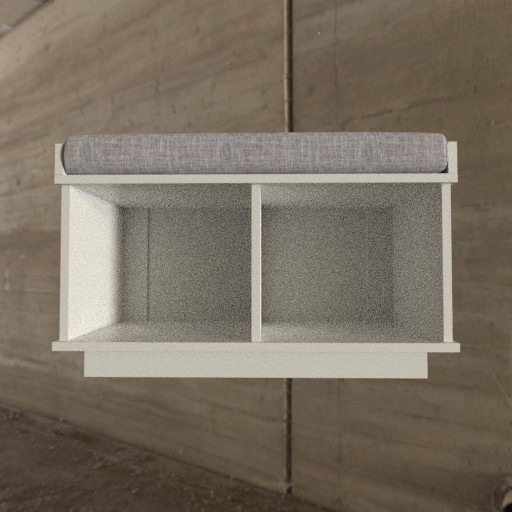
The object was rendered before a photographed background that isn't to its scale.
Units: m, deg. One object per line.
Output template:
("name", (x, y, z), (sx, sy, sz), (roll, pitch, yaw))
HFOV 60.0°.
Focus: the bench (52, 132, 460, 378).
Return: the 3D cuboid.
("bench", (0.000, 0.000, 0.973), (0.734, 0.461, 0.362), (0, -2, 1))
